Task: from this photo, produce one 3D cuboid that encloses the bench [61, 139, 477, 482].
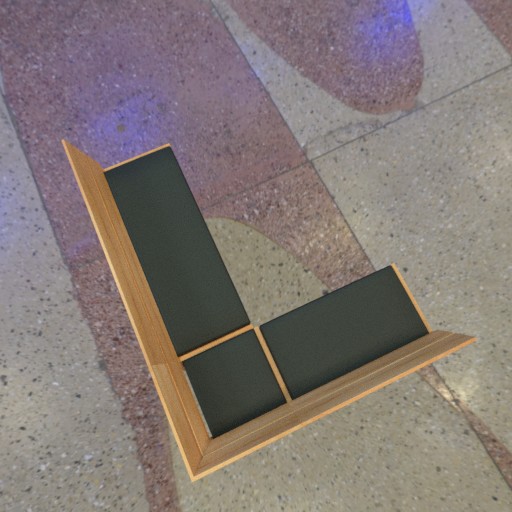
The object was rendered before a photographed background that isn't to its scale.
[{"bbox_3d":[0.000,0.000,2.796,1.548,0.890,1.948,-24,76,-6],"label":"bench"}]
